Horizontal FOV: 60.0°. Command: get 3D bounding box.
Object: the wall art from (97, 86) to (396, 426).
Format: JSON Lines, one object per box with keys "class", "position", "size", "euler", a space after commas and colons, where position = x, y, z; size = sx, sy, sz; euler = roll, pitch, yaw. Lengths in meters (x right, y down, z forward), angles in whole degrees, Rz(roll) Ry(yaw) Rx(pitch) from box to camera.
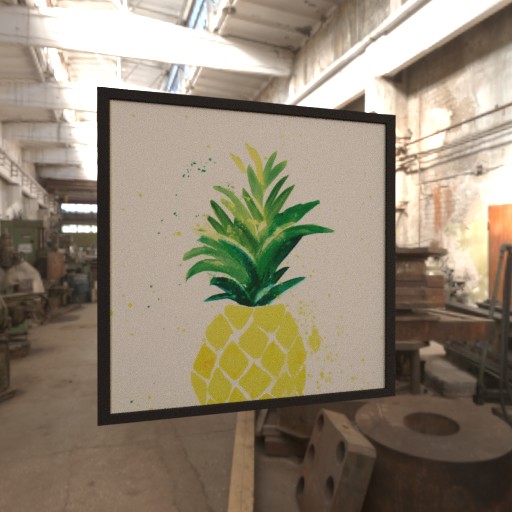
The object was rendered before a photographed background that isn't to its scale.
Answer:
{"class": "wall art", "position": [0.000, 0.000, 0.454], "size": [0.305, 0.304, 0.033], "euler": [0, 0, -16]}
